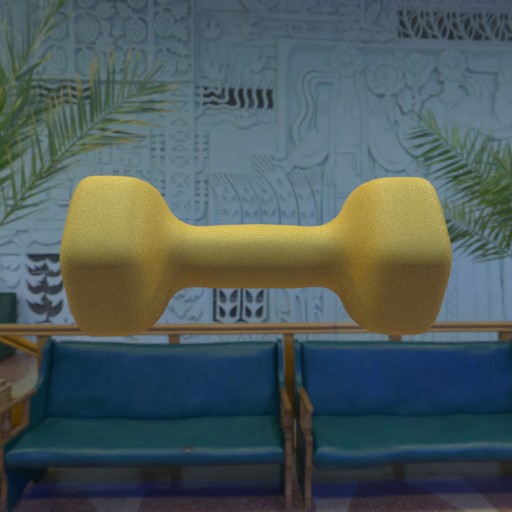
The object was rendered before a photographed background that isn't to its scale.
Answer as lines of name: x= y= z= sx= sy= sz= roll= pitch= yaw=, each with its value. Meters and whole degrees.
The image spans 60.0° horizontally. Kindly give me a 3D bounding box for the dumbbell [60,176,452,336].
dumbbell: x=0.000 y=0.000 z=0.240 sx=0.190 sy=0.082 sz=0.090 roll=0 pitch=1 yaw=-1
